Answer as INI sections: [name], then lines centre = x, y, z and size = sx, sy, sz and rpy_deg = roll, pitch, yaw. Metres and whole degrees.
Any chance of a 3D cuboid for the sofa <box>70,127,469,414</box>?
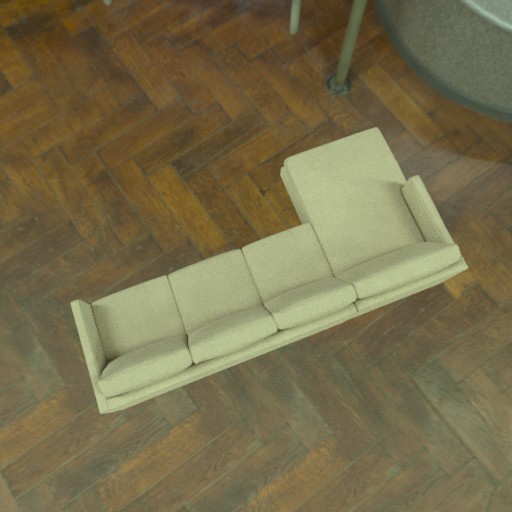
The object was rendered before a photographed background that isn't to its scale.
[sofa]
centre = 0.000, 0.000, 3.965
size = 3.186, 0.846, 1.625
rpy_deg = -20, 75, -6
